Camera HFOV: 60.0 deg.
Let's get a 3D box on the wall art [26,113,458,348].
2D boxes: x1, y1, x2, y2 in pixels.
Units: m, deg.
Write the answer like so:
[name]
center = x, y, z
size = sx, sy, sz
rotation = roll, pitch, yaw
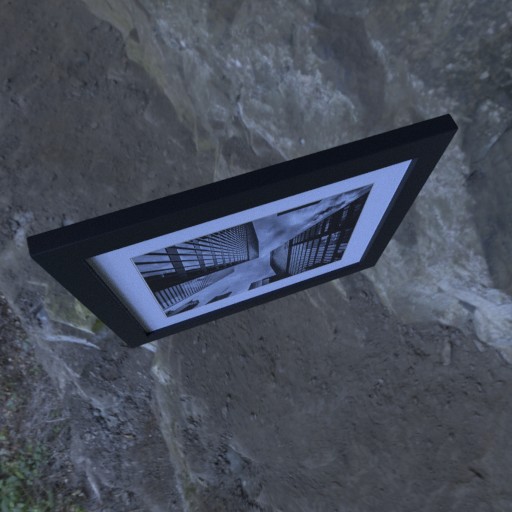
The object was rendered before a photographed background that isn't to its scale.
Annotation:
[wall art]
center = 0.000, 0.000, 0.754
size = 0.558, 0.457, 0.031
rotation = -18, 66, -8
